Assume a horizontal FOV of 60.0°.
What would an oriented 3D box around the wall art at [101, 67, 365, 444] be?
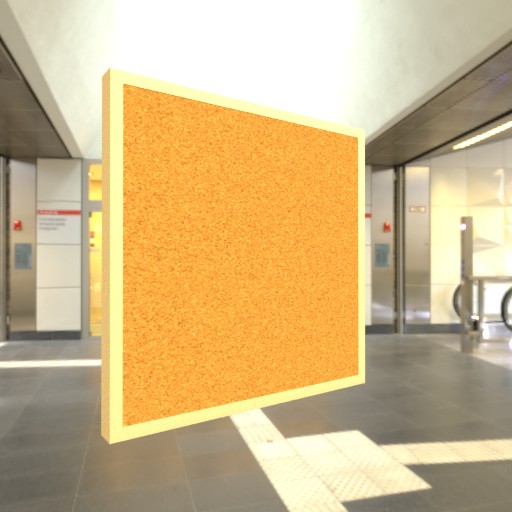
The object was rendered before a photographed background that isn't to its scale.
[{"bbox_3d":[0.000,0.000,0.756,0.506,0.505,0.038,0,0,-35],"label":"wall art"}]
